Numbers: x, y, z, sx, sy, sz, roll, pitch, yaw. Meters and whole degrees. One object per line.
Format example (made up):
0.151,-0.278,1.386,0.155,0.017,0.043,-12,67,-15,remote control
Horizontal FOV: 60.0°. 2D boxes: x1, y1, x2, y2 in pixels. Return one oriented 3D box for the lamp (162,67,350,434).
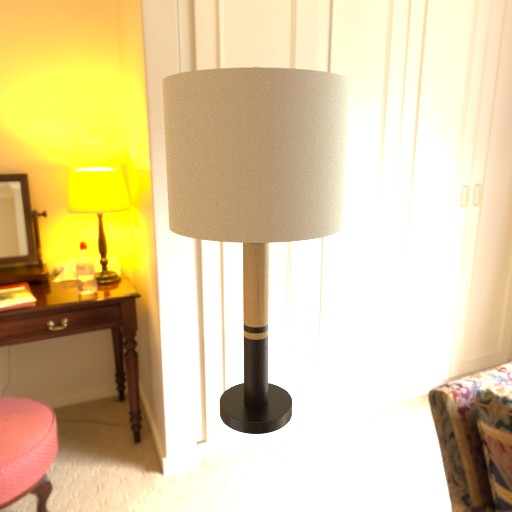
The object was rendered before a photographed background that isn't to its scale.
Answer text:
0.000,0.000,0.806,0.305,0.640,0.305,7,16,27,lamp
